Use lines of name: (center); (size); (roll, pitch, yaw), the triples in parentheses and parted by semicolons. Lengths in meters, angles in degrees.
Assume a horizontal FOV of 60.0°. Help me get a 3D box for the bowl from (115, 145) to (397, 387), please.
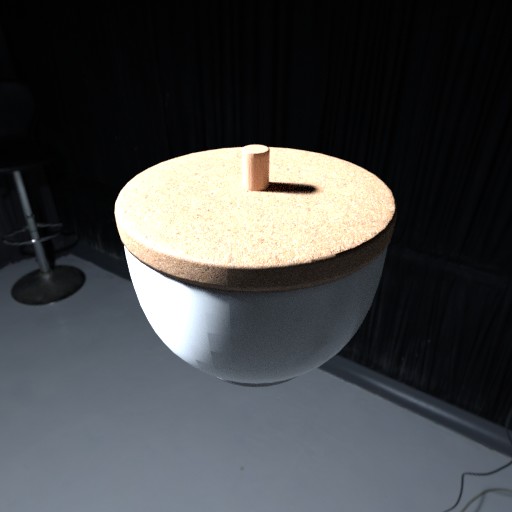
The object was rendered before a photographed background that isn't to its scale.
bowl: (0.000, 0.000, 0.223); (0.126, 0.110, 0.126); (0, 32, 0)
